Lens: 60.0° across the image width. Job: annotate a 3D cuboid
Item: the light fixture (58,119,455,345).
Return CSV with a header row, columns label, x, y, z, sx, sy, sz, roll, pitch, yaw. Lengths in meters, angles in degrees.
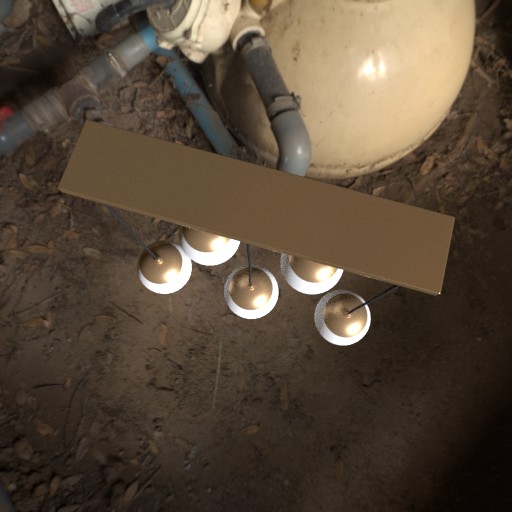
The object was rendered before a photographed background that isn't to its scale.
label,x,y,z,sx,sy,sz,roll,pitch,yaw
light fixture,0.000,0.000,1.285,0.863,0.869,0.299,16,77,4
